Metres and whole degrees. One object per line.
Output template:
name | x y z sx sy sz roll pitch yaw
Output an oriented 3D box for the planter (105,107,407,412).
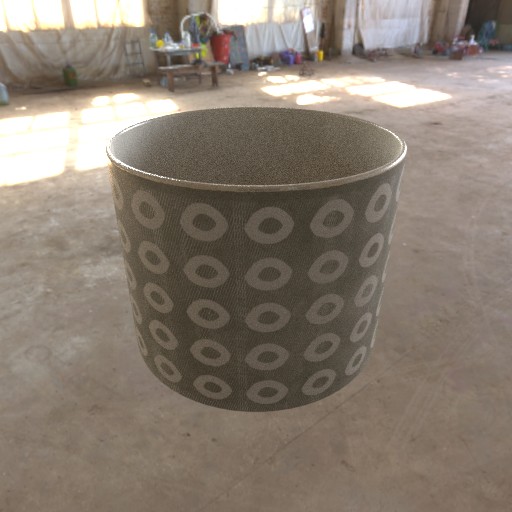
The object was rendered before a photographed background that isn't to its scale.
planter | 0.000 0.000 0.441 0.250 0.239 0.250 0 30 0
